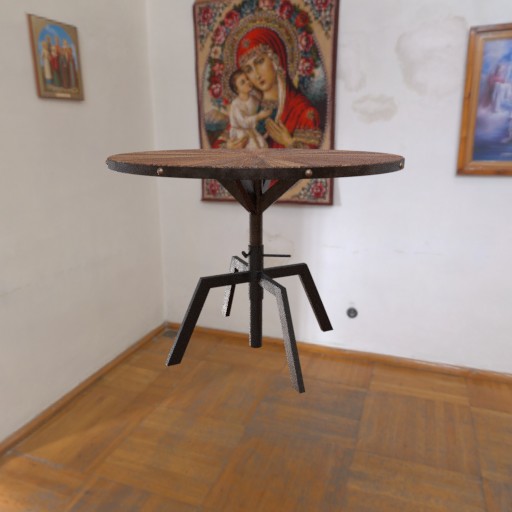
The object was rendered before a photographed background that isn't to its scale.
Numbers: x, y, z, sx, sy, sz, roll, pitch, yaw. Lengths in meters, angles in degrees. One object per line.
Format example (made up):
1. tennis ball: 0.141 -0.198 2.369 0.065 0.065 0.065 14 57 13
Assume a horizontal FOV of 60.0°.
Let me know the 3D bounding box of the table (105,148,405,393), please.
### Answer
1. table: 0.000 0.000 1.473 0.885 0.658 0.885 0 16 0
